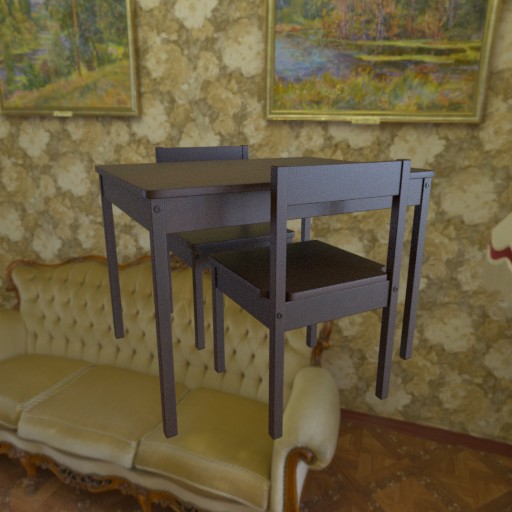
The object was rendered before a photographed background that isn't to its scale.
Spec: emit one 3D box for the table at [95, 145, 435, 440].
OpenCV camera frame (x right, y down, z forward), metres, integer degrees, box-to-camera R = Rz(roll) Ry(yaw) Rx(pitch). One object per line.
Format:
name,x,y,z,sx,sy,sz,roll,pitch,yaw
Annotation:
table,0.000,0.000,1.098,0.650,0.503,0.672,-9,19,-27
